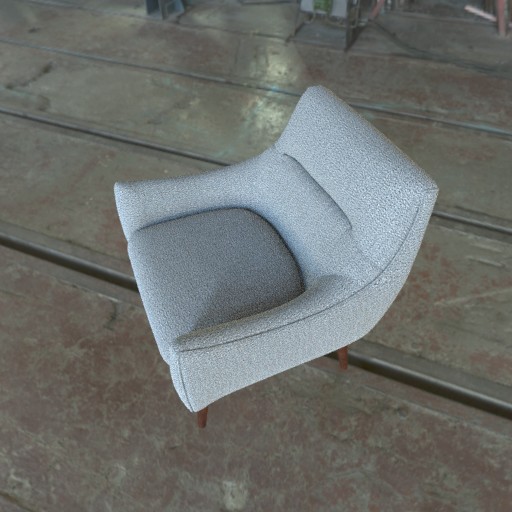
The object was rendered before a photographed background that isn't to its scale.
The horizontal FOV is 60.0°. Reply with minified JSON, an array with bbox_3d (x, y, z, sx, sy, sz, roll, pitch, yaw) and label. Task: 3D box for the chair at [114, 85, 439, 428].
[{"bbox_3d":[0.000,0.000,1.487,0.787,0.838,0.762,-17,49,-16],"label":"chair"}]
